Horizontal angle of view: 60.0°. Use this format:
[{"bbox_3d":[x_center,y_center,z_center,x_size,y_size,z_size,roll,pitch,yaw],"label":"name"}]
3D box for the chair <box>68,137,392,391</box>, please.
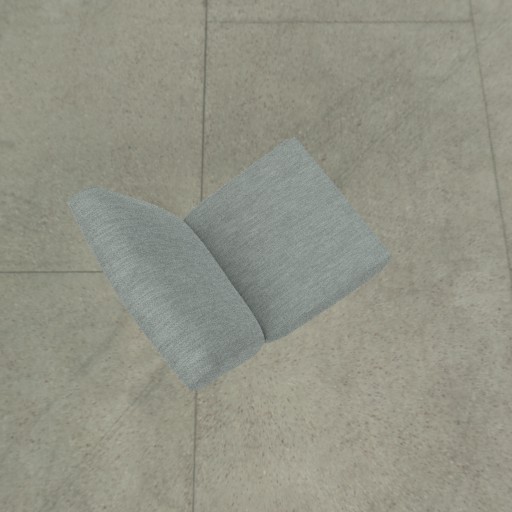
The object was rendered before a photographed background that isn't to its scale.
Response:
[{"bbox_3d":[0.000,0.000,1.269,0.629,0.884,0.487,-35,78,-8],"label":"chair"}]
